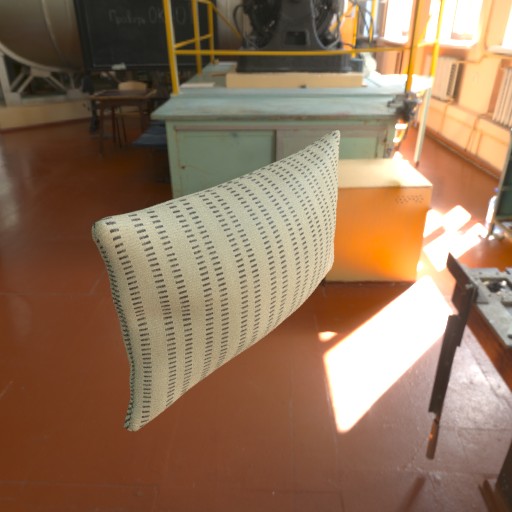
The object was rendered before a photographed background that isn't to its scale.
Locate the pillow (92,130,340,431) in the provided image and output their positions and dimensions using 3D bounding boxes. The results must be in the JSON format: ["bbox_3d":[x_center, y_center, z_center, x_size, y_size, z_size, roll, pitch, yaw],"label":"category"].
[{"bbox_3d":[0.000,0.000,0.822,0.210,0.353,0.640,19,33,31],"label":"pillow"}]
